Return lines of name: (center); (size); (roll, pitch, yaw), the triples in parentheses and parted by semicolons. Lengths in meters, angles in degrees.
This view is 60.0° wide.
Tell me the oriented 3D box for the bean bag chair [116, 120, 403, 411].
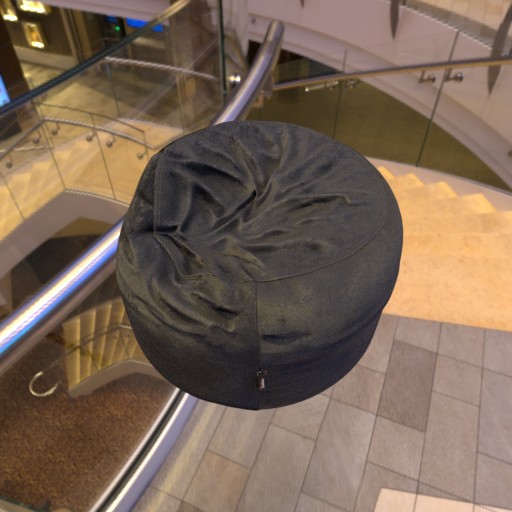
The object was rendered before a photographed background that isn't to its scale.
bean bag chair: (0.000, 0.000, 1.505); (0.918, 0.605, 0.918); (0, 46, 0)
